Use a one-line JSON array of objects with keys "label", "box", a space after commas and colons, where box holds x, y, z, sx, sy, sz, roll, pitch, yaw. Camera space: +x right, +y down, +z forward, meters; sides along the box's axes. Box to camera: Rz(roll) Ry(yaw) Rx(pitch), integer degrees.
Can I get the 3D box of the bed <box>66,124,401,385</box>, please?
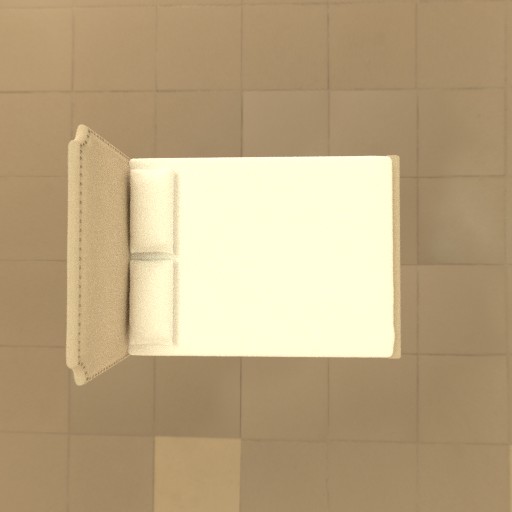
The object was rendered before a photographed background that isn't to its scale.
[{"label": "bed", "box": [0.000, 0.000, 3.444, 2.372, 1.443, 1.713, 0, 89, 2]}]
